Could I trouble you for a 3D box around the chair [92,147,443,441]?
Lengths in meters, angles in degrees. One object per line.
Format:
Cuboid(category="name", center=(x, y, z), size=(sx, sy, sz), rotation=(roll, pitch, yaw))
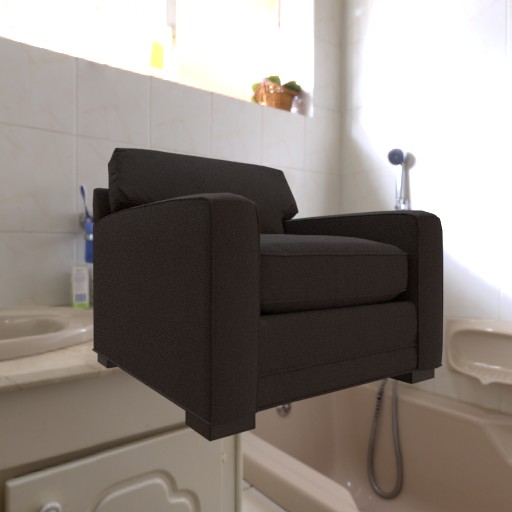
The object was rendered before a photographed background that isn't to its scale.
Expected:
Cuboid(category="chair", center=(0.000, 0.000, 1.768), size=(0.997, 0.913, 1.043), rotation=(0, 1, -35))
